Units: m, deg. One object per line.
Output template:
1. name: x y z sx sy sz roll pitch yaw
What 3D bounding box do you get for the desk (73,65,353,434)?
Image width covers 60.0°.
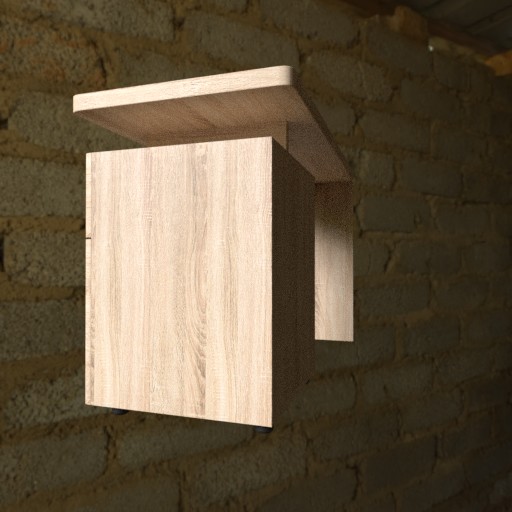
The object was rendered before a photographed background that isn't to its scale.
1. desk: 0.000 0.000 1.541 0.550 0.760 1.200 0 0 18
